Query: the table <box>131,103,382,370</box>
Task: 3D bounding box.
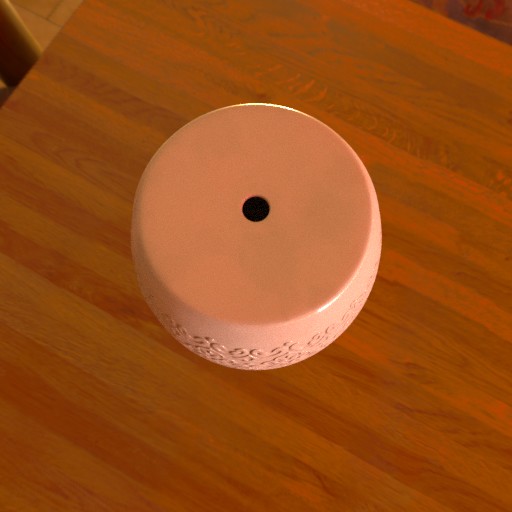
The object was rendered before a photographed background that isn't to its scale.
[{"bbox_3d":[0.000,0.000,0.620,0.309,0.397,0.309,0,76,0],"label":"table"}]
